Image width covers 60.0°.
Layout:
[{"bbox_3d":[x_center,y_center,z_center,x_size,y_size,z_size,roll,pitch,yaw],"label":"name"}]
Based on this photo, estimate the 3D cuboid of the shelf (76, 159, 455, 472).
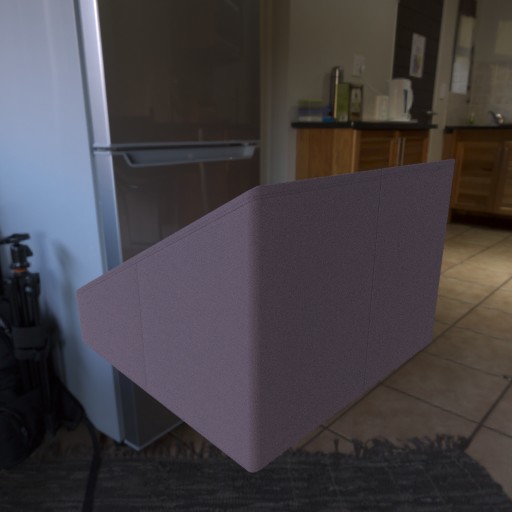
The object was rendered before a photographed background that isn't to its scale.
[{"bbox_3d":[0.000,0.000,0.487,0.292,0.210,0.292,-16,23,-42],"label":"shelf"}]
